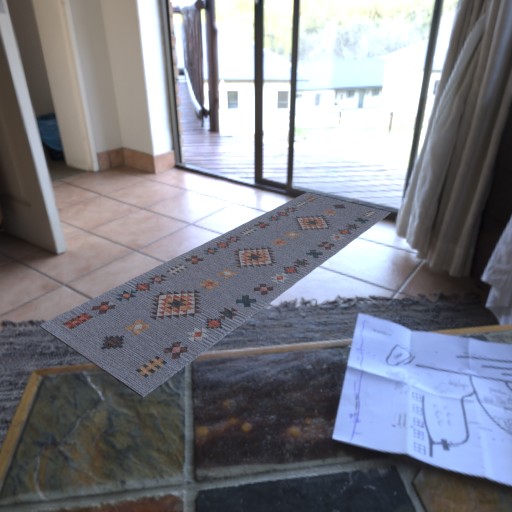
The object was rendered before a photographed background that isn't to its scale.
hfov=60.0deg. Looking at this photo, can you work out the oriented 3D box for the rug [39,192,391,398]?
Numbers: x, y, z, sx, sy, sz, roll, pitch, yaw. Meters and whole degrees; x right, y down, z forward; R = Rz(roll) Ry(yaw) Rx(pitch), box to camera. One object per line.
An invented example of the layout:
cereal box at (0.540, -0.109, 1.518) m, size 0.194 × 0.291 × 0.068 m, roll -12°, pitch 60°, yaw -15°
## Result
rug at (0.000, 0.000, 2.781) m, size 0.766 × 0.008 × 2.432 m, roll 19°, pitch 33°, yaw 33°
